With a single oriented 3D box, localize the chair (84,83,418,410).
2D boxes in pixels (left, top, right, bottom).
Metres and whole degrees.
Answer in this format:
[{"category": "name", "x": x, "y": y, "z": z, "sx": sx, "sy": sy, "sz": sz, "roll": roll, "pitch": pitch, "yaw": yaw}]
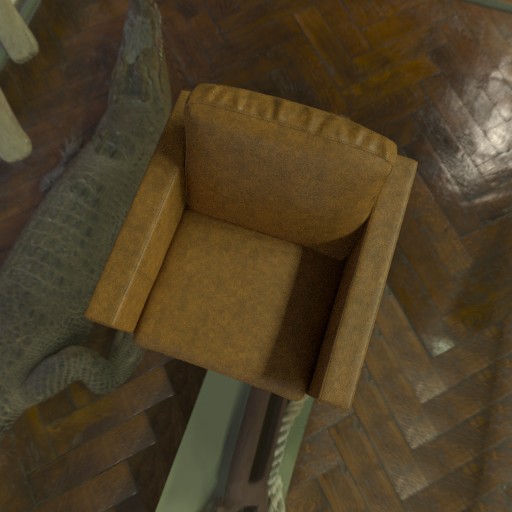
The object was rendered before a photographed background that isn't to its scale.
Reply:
[{"category": "chair", "x": 0.000, "y": 0.000, "z": 1.670, "sx": 0.890, "sy": 0.956, "sz": 0.909, "roll": 18, "pitch": 77, "yaw": 5}]
